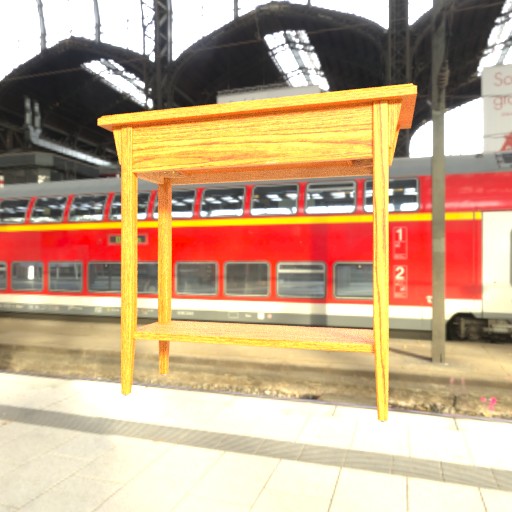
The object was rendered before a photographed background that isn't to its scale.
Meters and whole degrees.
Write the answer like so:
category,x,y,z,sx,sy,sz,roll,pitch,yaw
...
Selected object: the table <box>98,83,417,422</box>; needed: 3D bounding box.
category,x,y,z,sx,sy,sz,roll,pitch,yaw
table,0.000,0.000,1.137,0.762,0.711,0.254,0,0,17
